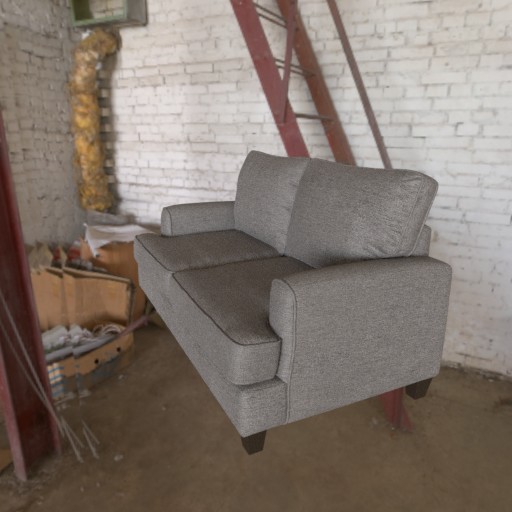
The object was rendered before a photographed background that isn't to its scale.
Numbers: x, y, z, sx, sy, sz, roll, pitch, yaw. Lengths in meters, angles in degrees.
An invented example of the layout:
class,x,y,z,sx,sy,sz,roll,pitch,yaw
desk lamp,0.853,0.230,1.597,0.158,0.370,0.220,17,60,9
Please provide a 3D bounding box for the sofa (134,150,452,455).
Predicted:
class,x,y,z,sx,sy,sz,roll,pitch,yaw
sofa,0.000,0.000,2.254,0.965,0.965,1.651,-8,18,-25
